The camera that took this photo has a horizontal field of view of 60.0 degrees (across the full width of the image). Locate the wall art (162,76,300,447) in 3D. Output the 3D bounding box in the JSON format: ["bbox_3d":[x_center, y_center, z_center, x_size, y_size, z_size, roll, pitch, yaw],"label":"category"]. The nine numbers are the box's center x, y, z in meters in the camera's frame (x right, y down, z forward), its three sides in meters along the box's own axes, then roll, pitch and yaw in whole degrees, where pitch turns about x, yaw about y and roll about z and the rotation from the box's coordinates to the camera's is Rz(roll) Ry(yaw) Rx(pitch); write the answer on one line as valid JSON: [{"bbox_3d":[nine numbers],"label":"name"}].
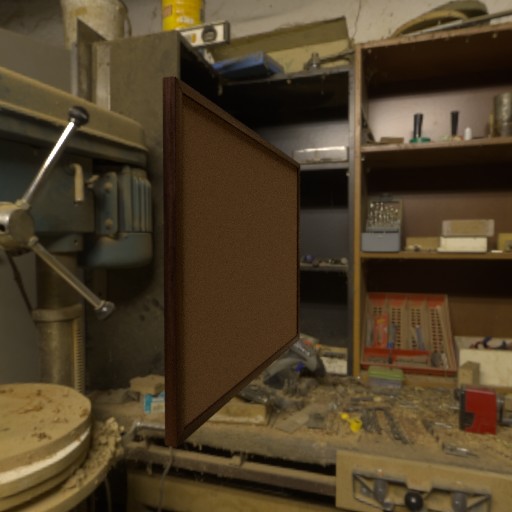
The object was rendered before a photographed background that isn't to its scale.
[{"bbox_3d":[0.000,0.000,0.567,0.012,0.304,0.431,1,2,19],"label":"wall art"}]
